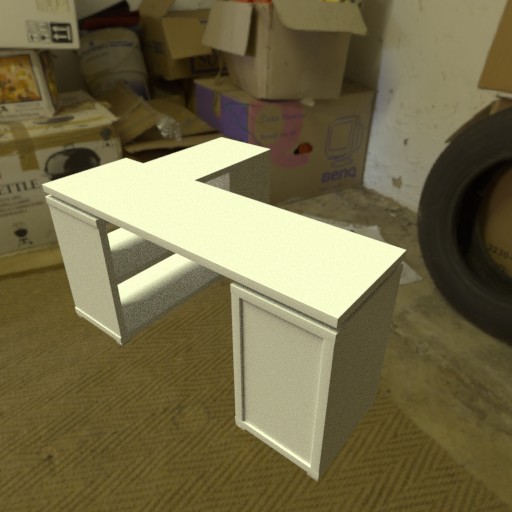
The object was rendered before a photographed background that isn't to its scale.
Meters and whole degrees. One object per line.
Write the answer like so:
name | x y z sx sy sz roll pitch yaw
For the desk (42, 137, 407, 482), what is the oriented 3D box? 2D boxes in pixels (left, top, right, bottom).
desk | 0.000 0.000 2.198 1.524 0.753 1.200 22 38 32
